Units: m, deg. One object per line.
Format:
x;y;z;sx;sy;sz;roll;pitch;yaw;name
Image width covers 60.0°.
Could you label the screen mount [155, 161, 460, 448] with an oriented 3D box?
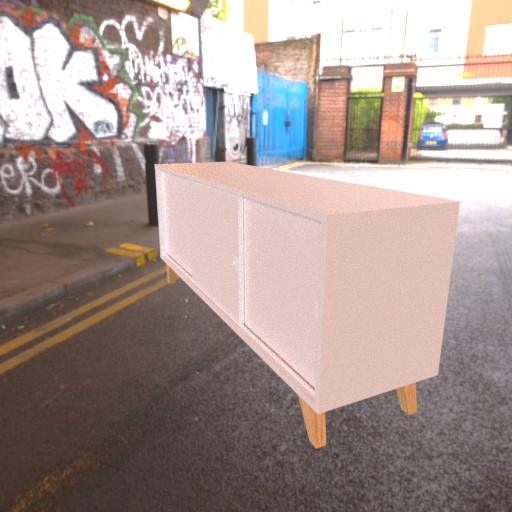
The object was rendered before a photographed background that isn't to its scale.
0.000;0.000;1.745;0.400;0.619;1.490;-8;18;-25;screen mount
